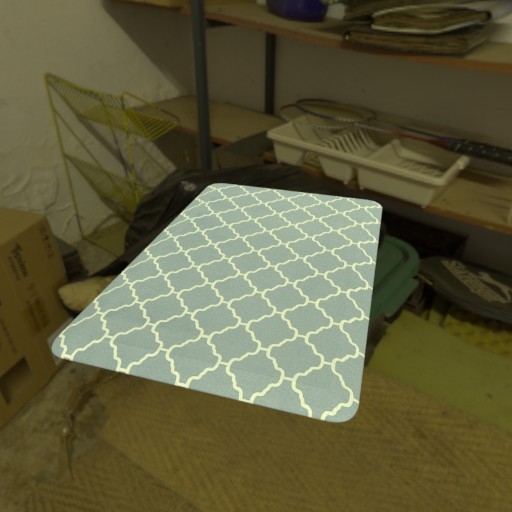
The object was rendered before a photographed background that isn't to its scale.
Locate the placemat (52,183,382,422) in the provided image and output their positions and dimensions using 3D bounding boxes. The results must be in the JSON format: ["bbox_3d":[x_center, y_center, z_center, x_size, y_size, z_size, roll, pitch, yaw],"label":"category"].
[{"bbox_3d":[0.000,0.000,0.972,0.508,0.021,0.762,9,33,14],"label":"placemat"}]
